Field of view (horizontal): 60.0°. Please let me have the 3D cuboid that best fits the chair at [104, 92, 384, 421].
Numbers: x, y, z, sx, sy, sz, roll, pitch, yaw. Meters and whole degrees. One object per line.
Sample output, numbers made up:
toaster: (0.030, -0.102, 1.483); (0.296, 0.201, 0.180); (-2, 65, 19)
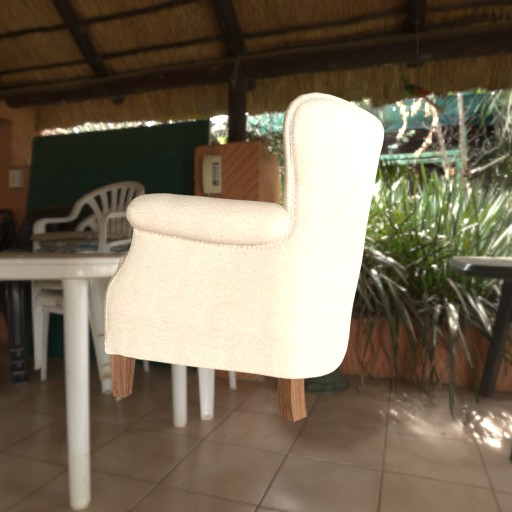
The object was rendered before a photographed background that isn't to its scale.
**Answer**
chair: (0.000, 0.000, 1.668); (0.921, 0.936, 0.861); (1, 2, 18)
